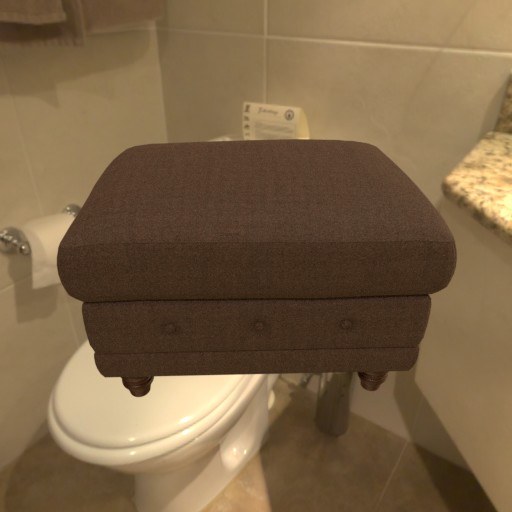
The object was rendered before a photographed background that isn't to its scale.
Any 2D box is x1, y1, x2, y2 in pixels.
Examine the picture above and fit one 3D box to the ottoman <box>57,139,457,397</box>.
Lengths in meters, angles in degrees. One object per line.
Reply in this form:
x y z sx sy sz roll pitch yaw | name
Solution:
0.000 0.000 1.200 0.809 0.555 0.599 -1 32 -2 | ottoman
